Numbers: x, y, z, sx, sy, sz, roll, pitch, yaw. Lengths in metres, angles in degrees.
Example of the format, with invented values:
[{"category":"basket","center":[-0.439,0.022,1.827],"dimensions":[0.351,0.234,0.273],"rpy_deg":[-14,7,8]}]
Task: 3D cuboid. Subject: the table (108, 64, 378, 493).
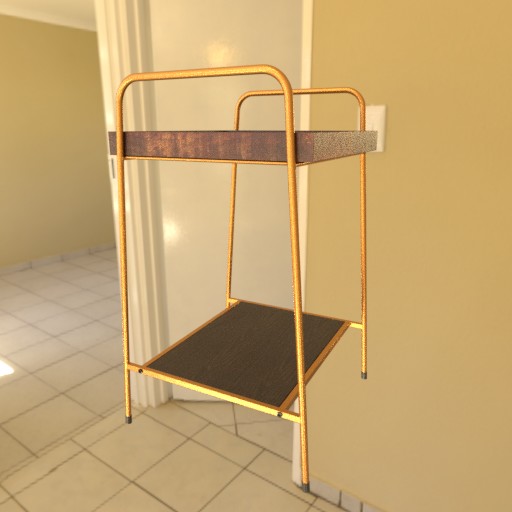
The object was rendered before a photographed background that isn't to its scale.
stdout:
[{"category":"table","center":[0.000,0.000,0.963],"dimensions":[0.430,0.710,0.430],"rpy_deg":[8,18,26]}]
